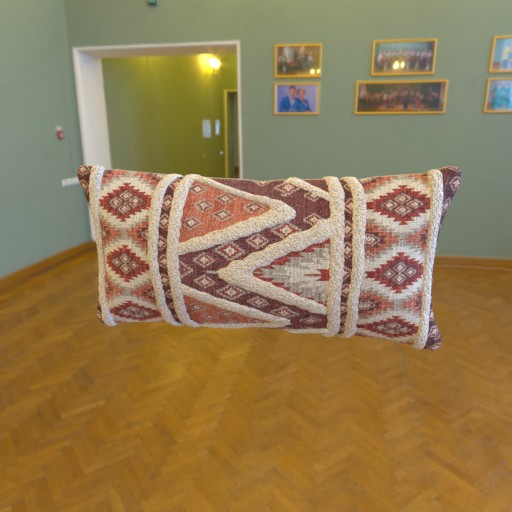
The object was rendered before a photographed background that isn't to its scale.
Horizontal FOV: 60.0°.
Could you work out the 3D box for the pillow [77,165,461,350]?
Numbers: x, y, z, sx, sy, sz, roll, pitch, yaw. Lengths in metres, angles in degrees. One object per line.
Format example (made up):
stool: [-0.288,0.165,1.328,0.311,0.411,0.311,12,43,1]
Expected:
pillow: [0.000,0.000,0.727,0.608,0.295,0.161,3,16,9]
